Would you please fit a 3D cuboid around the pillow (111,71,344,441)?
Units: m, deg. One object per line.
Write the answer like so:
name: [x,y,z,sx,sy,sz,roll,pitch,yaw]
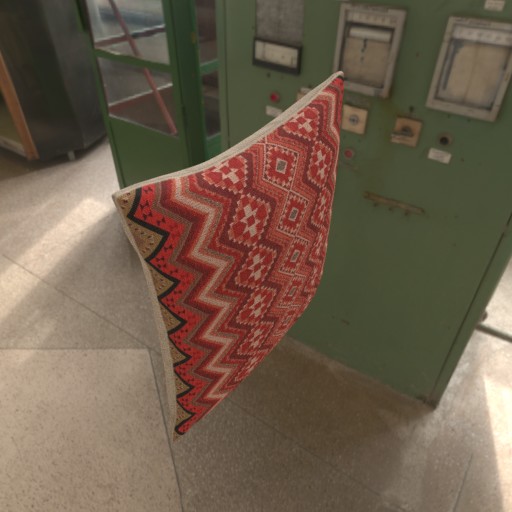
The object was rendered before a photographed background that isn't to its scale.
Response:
pillow: [0.000,0.000,0.787,0.158,0.511,0.513,25,45,27]
